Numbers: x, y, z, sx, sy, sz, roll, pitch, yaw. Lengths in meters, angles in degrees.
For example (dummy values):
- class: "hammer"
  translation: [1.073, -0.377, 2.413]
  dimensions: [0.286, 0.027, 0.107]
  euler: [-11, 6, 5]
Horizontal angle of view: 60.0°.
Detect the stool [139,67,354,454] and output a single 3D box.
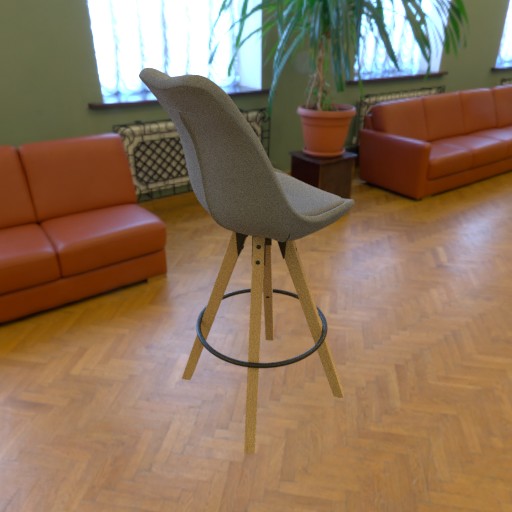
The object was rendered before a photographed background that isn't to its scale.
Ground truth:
- class: "stool"
  translation: [0.000, 0.000, 1.411]
  dimensions: [0.550, 1.115, 0.485]
  euler: [-19, 33, -32]
